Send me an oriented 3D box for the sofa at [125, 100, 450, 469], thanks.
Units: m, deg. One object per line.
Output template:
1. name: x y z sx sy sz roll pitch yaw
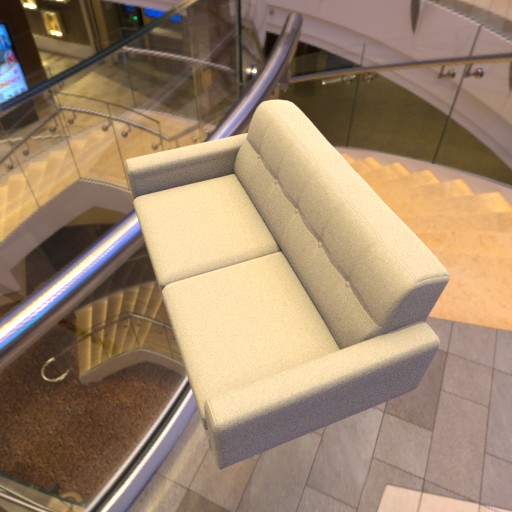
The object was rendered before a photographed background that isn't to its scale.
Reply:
1. sofa: 0.000 0.000 2.213 0.980 0.892 1.655 -16 49 -15
